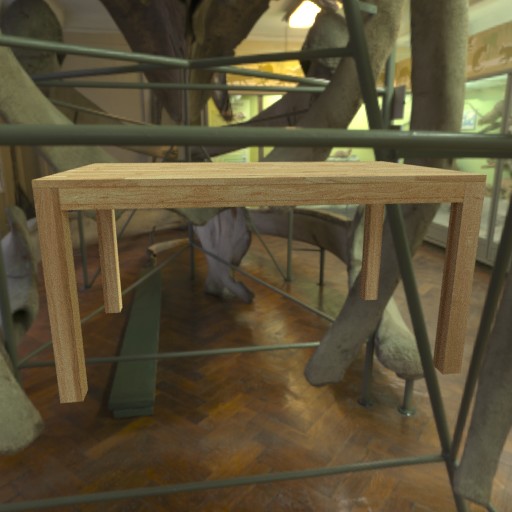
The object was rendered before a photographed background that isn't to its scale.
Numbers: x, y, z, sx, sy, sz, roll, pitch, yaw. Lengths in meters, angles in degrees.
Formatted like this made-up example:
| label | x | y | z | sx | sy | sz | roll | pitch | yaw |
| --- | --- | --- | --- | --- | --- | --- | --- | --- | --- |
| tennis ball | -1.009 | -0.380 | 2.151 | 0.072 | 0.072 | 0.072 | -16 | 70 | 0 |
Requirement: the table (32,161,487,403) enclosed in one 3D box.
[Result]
| label | x | y | z | sx | sy | sz | roll | pitch | yaw |
| --- | --- | --- | --- | --- | --- | --- | --- | --- | --- |
| table | 0.000 | 0.000 | 1.974 | 1.500 | 0.770 | 0.900 | -2 | 15 | -8 |
